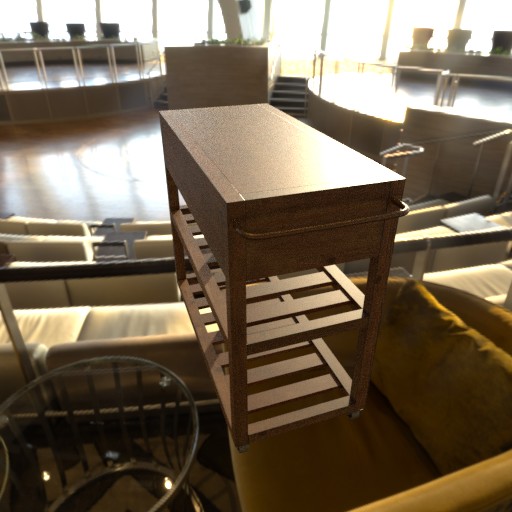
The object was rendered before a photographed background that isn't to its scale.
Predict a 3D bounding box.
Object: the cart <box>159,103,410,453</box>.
[{"bbox_3d":[0.000,0.000,1.542,0.445,0.830,1.065,-10,31,-17],"label":"cart"}]
